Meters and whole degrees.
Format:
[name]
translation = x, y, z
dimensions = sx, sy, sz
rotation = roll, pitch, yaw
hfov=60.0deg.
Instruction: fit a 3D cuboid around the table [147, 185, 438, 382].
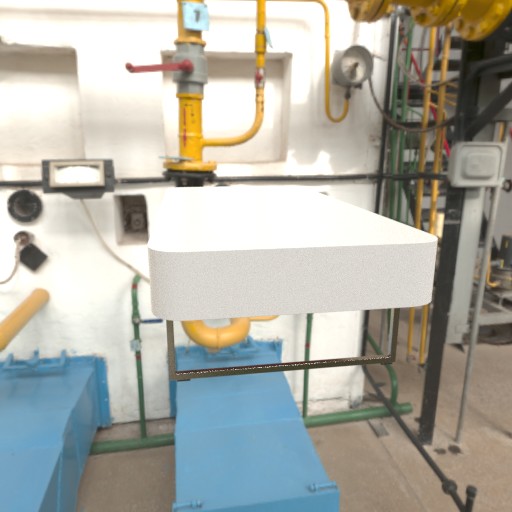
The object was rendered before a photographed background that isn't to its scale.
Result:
[table]
translation = 0.000, 0.000, 1.458
dimensions = 0.600, 0.340, 1.200
rotation = -2, 15, -9
